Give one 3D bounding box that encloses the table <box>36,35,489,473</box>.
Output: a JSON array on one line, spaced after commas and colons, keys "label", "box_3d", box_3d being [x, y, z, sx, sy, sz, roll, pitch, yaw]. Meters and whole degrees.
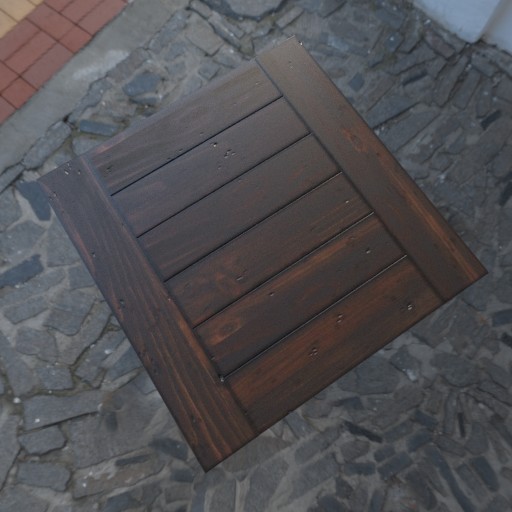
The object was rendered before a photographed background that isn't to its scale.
[{"label": "table", "box_3d": [0.000, 0.000, 1.019, 0.593, 0.437, 0.606, -32, 77, -8]}]
